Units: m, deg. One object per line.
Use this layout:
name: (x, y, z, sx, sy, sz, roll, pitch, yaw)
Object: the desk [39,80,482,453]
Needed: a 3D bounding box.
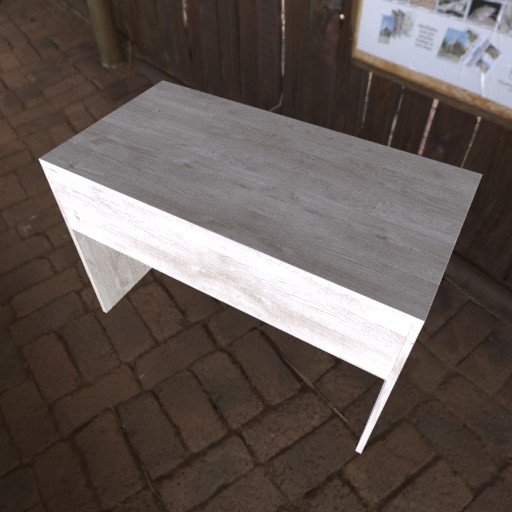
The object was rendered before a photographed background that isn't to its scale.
desk: (0.000, 0.000, 1.497, 1.100, 0.730, 0.560, 23, 51, 20)
